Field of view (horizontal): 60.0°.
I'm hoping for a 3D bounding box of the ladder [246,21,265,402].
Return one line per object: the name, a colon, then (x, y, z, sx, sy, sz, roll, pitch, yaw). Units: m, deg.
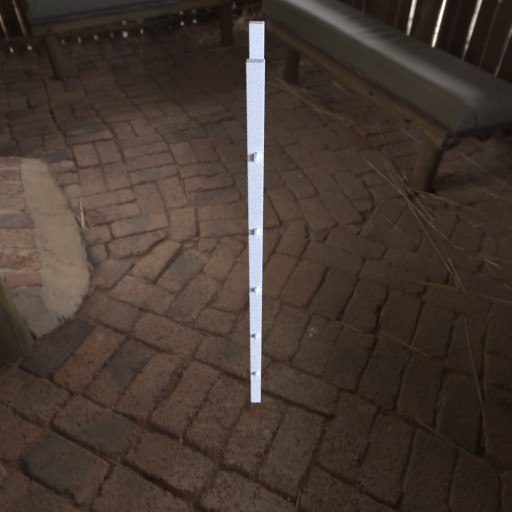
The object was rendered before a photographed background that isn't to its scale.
ladder: (0.000, 0.000, 1.967, 0.051, 1.797, 0.452, 0, 42, 0)
